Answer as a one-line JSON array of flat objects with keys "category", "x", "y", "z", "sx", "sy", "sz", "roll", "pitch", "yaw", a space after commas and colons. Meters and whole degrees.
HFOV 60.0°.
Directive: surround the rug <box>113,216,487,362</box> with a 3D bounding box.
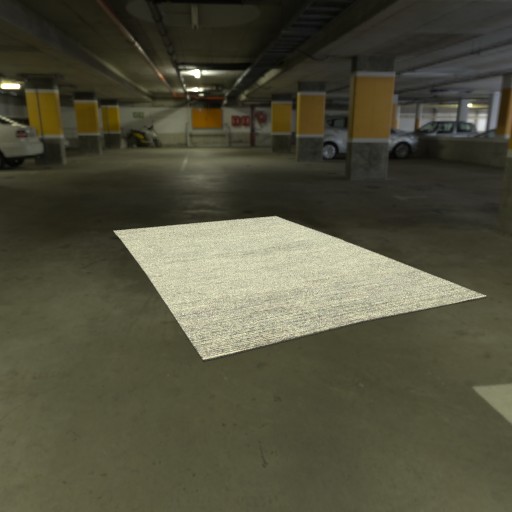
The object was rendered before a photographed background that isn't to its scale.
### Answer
[{"category": "rug", "x": 0.000, "y": 0.000, "z": 2.254, "sx": 1.159, "sy": 0.021, "sz": 1.789, "roll": -7, "pitch": 18, "yaw": -24}]
